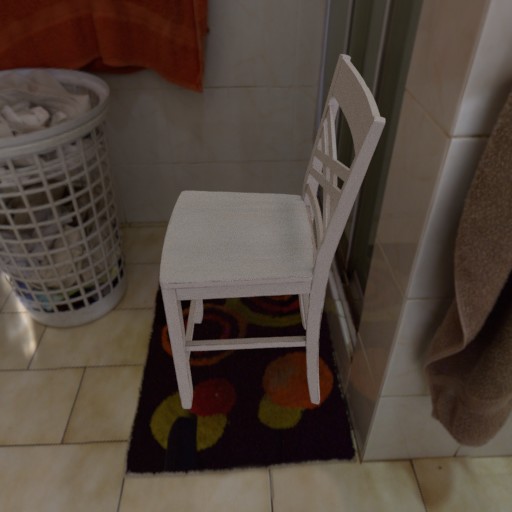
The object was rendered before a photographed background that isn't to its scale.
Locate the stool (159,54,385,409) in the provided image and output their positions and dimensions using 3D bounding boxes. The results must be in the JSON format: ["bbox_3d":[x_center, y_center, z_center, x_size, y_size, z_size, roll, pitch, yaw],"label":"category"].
[{"bbox_3d":[0.000,0.000,1.397,0.539,1.079,0.462,0,40,0],"label":"stool"}]
